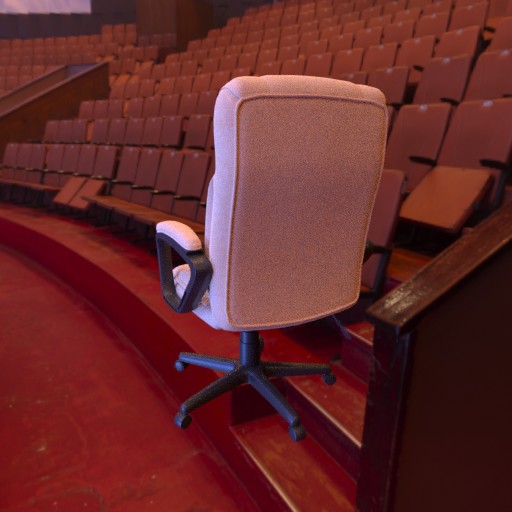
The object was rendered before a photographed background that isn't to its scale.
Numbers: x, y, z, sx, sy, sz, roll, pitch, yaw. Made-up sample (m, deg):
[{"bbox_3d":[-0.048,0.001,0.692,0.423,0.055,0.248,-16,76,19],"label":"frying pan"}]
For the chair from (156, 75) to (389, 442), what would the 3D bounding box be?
[{"bbox_3d":[0.000,0.000,1.557,0.667,1.105,0.724,-7,16,-27],"label":"chair"}]
